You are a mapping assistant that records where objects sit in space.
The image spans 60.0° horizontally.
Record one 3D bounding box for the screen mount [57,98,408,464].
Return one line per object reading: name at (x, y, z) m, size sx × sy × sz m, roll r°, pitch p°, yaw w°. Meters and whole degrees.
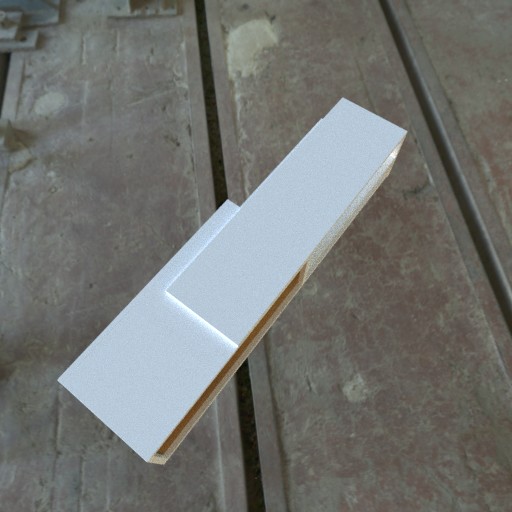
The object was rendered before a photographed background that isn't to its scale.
screen mount at (0.000, 0.000, 1.875) m, size 0.420 × 0.320 × 1.680 m, roll 34°, pitch 68°, yaw 16°
